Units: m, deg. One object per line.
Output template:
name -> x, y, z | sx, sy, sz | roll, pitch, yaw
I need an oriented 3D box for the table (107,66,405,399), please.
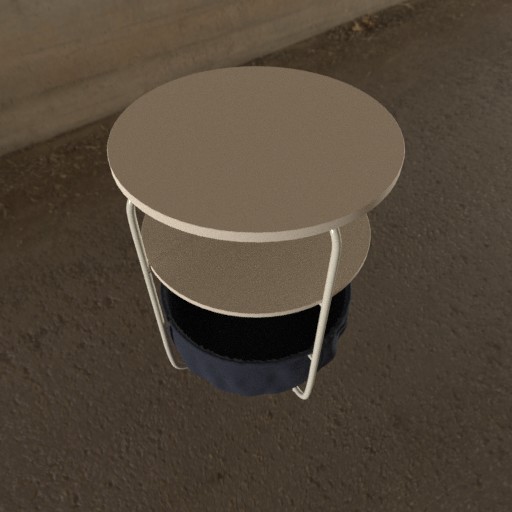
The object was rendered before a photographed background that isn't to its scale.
table -> 0.000, 0.000, 0.834 | 0.418, 0.532, 0.418 | 11, 48, 10
